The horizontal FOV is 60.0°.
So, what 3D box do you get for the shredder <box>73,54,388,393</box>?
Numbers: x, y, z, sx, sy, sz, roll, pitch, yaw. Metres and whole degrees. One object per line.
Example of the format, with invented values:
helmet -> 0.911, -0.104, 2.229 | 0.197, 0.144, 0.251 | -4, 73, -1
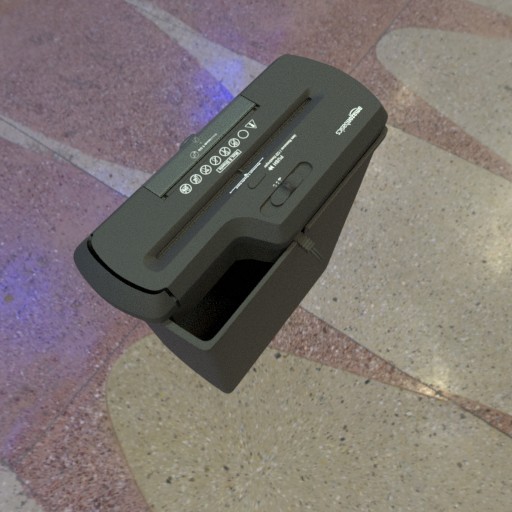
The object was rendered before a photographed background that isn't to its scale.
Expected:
shredder -> 0.000, 0.000, 0.529 | 0.170, 0.335, 0.320 | 34, 68, 16
